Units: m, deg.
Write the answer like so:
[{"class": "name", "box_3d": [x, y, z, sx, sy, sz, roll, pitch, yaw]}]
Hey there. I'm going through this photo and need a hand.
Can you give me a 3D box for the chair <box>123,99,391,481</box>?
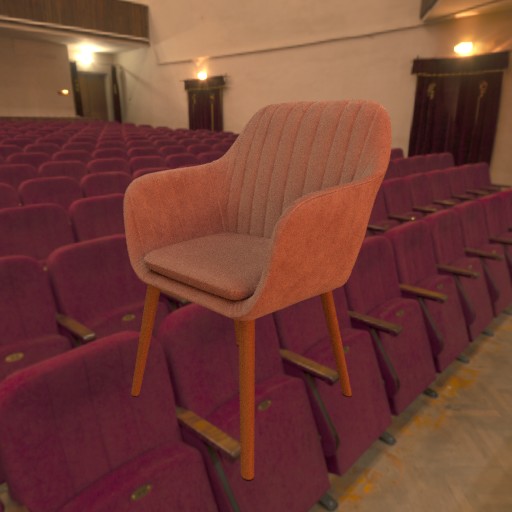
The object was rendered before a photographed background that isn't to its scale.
[{"class": "chair", "box_3d": [0.000, 0.000, 1.226, 0.610, 0.832, 0.570, 15, 22, 41]}]
